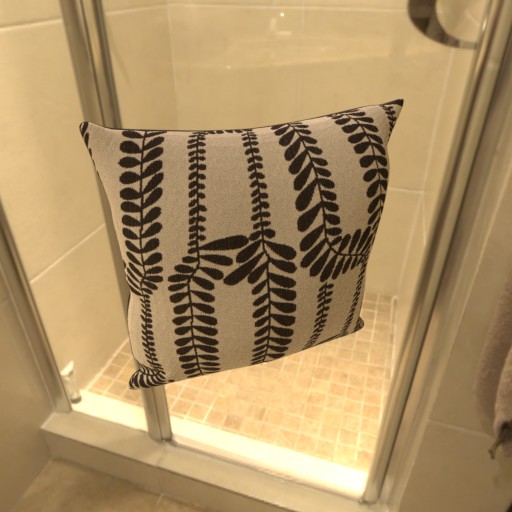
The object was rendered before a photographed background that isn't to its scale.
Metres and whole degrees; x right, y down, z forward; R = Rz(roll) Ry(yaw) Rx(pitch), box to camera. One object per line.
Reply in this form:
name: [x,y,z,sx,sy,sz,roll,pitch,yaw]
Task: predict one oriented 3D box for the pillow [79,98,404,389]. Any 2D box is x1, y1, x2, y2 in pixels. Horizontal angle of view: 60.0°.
pillow: [0.000,0.000,0.669,0.440,0.441,0.182,-11,34,-16]
